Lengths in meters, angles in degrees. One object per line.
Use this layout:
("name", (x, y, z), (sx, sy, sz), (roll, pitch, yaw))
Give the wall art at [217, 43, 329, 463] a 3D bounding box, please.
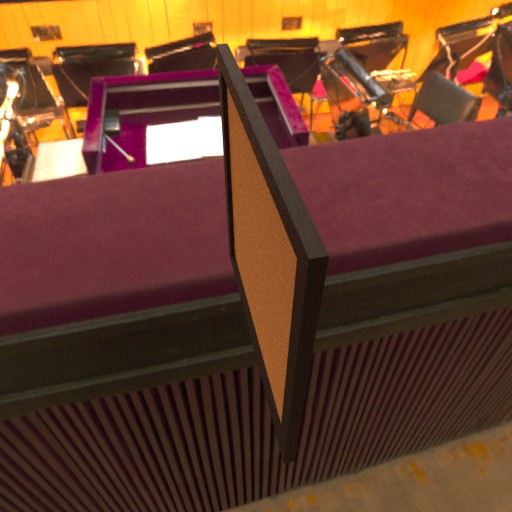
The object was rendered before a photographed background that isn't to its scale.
("wall art", (0.000, 0.000, 1.501), (0.038, 1.016, 1.016), (-9, 47, -9))
